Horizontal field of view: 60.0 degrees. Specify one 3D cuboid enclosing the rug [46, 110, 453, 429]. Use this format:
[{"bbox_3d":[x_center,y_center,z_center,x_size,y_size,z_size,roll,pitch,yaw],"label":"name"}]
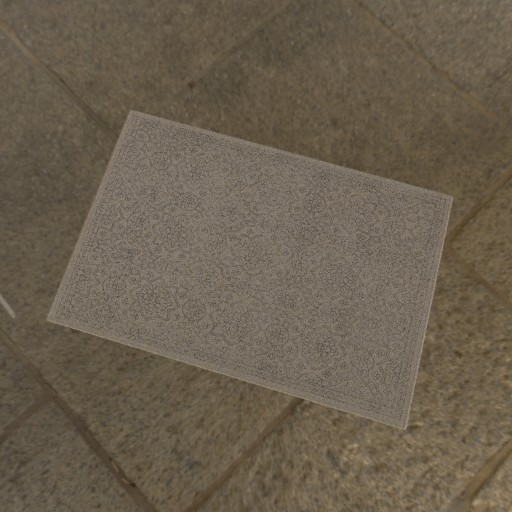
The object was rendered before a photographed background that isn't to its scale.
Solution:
[{"bbox_3d":[0.000,0.000,2.853,2.286,0.011,1.524,16,77,4],"label":"rug"}]
